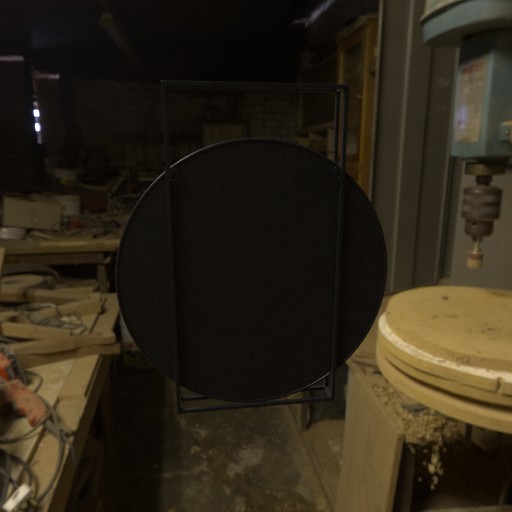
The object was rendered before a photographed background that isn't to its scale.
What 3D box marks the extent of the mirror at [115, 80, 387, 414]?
[{"bbox_3d":[0.000,0.000,0.829,0.508,0.603,0.051,-2,14,-8],"label":"mirror"}]
